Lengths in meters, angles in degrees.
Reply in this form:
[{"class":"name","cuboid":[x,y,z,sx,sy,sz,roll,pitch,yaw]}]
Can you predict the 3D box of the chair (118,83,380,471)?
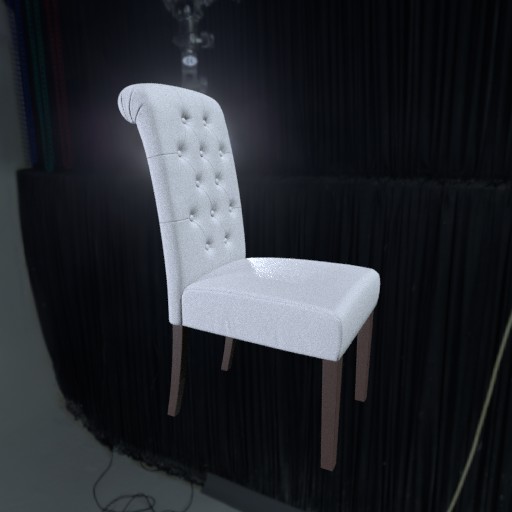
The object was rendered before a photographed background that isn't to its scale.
[{"class":"chair","cuboid":[0.000,0.000,1.356,0.671,1.006,0.456,6,15,25]}]
